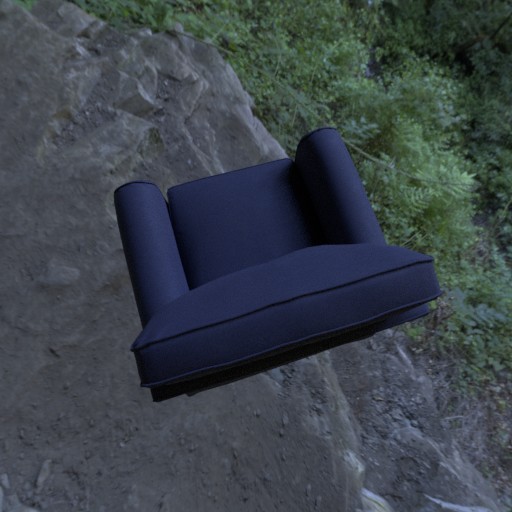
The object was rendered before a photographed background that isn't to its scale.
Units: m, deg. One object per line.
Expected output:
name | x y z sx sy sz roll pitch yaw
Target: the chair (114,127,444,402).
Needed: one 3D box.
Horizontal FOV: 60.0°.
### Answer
chair | 0.000 0.000 1.998 1.119 1.140 1.002 -17 76 -4
